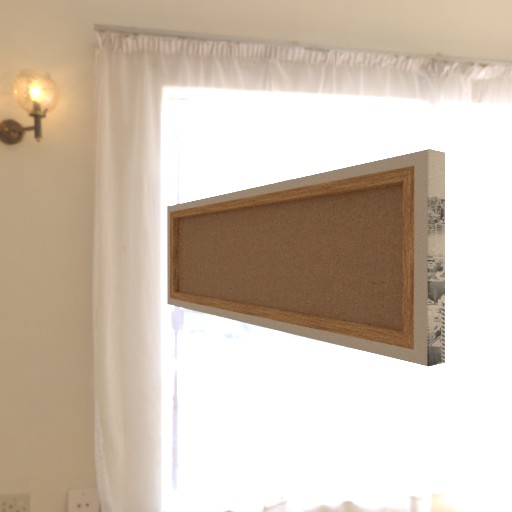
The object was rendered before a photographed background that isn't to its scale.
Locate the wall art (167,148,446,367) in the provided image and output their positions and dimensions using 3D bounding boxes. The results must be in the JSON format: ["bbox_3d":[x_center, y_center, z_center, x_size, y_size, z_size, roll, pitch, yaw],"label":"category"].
[{"bbox_3d":[0.000,0.000,0.841,0.038,0.255,0.763,0,0,-34],"label":"wall art"}]
